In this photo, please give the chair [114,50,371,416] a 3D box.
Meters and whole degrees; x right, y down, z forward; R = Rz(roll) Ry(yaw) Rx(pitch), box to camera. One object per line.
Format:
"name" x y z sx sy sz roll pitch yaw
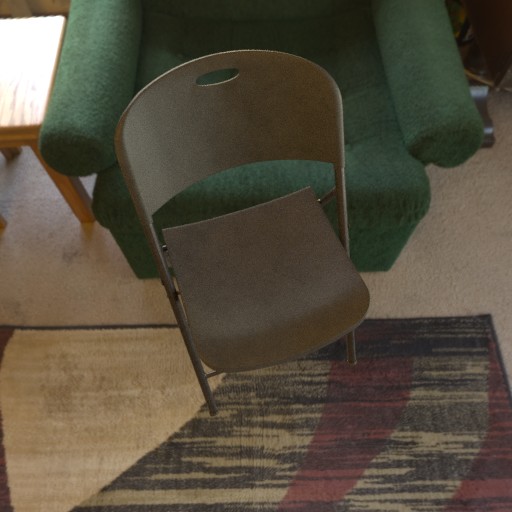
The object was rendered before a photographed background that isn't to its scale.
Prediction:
"chair" 0.000 0.000 1.150 0.494 0.810 0.566 -17 64 -9
